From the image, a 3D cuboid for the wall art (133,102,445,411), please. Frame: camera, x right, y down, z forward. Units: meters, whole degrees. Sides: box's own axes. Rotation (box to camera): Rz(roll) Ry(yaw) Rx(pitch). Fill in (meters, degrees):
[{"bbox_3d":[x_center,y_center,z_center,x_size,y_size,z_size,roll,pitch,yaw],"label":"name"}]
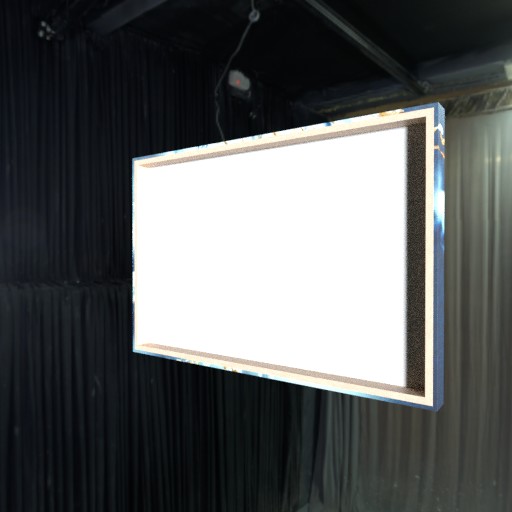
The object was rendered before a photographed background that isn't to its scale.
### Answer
[{"bbox_3d":[0.000,0.000,0.770,0.607,0.405,0.036,0,1,35],"label":"wall art"}]
